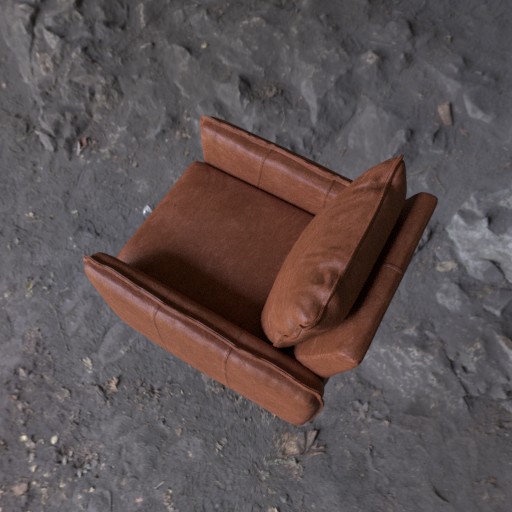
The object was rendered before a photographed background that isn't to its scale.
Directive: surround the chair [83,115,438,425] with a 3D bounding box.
[{"bbox_3d":[0.000,0.000,1.604,0.922,0.922,0.830,28,67,13],"label":"chair"}]
